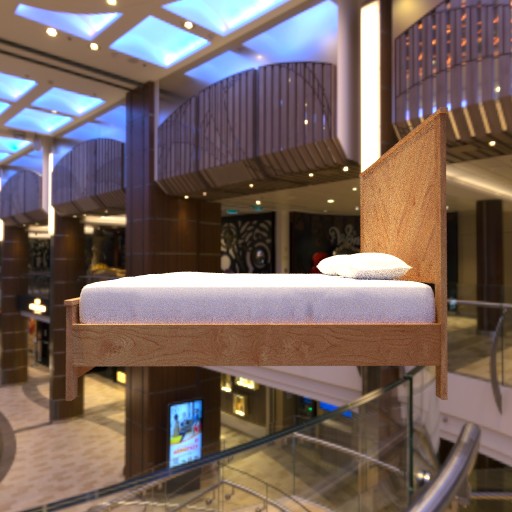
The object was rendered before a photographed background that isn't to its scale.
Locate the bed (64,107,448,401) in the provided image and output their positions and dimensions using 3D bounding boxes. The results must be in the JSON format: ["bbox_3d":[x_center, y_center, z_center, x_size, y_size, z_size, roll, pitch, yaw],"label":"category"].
[{"bbox_3d":[0.000,0.000,4.027,2.530,1.938,2.225,0,-1,0],"label":"bed"}]
